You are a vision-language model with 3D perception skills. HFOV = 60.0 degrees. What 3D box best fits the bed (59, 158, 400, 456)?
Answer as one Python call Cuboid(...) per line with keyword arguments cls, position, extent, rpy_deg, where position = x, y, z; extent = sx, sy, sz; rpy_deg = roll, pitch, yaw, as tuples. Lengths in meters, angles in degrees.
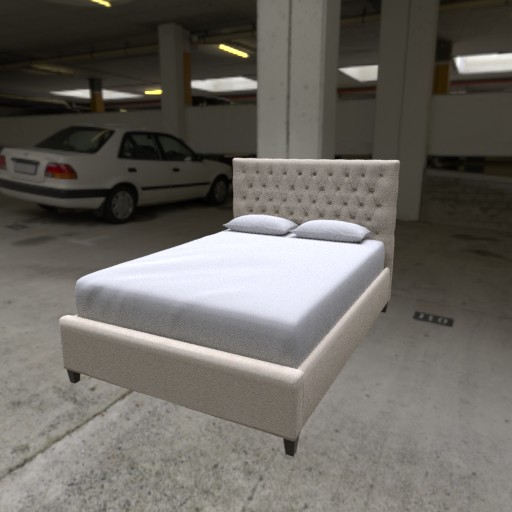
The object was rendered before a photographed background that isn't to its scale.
Cuboid(cls="bed", position=(0.000, 0.000, 3.460), extent=(1.698, 1.427, 2.387), rpy_deg=(7, 15, 26))
